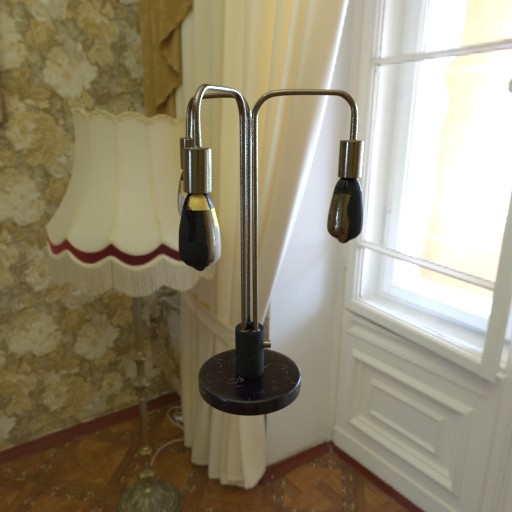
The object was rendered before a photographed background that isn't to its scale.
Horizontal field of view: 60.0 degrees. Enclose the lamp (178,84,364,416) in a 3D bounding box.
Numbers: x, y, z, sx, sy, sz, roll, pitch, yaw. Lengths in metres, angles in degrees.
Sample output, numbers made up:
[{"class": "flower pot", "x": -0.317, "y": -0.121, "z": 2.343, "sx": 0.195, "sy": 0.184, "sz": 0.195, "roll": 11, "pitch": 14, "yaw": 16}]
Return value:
[{"class": "lamp", "x": 0.000, "y": 0.000, "z": 0.791, "sx": 0.368, "sy": 0.560, "sz": 0.355, "roll": 2, "pitch": 17, "yaw": 7}]
